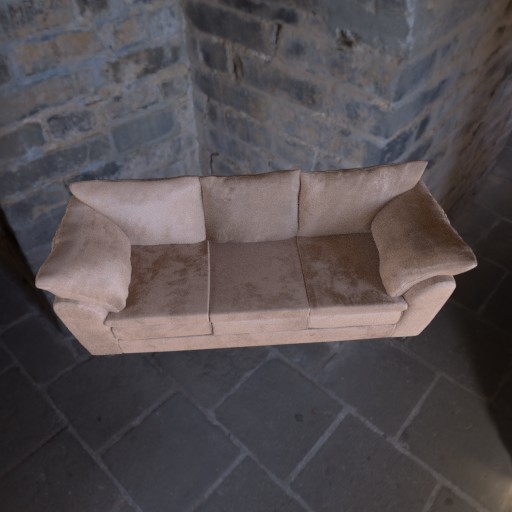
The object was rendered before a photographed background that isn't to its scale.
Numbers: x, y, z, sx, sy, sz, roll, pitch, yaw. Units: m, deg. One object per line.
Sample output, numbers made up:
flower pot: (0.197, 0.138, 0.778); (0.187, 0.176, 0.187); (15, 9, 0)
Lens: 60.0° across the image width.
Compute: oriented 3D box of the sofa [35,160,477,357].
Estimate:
sofa: (0.000, 0.000, 2.830); (2.377, 0.981, 0.893); (-3, 45, -3)
